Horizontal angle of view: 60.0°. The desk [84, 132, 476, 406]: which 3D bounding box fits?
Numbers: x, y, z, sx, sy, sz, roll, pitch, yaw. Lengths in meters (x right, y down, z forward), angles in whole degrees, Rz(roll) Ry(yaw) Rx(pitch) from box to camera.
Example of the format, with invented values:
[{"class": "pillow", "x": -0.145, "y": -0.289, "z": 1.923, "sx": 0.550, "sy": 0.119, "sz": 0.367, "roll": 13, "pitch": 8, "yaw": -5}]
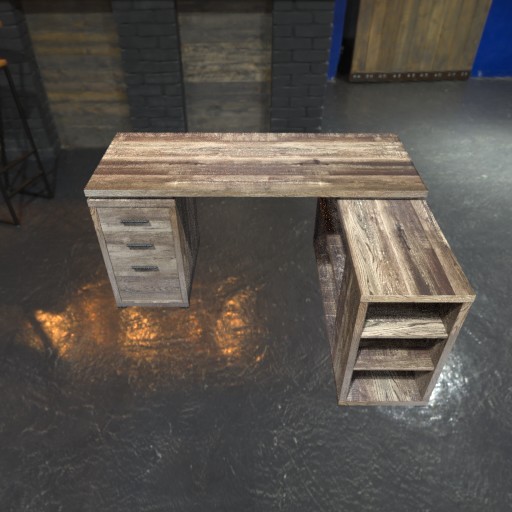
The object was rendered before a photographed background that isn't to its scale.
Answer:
[{"class": "desk", "x": 0.000, "y": 0.000, "z": 2.199, "sx": 1.524, "sy": 0.753, "sz": 1.200, "roll": 0, "pitch": 40, "yaw": 0}]
